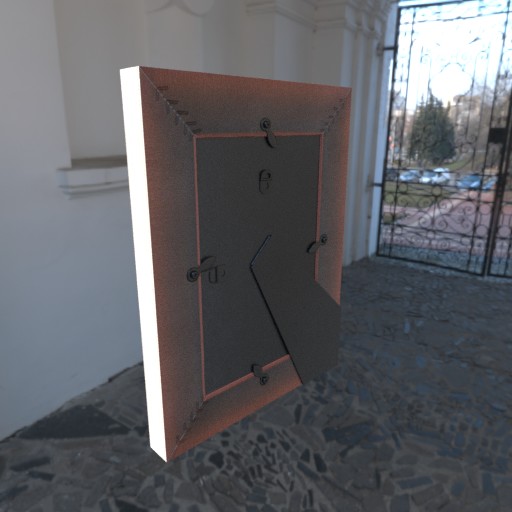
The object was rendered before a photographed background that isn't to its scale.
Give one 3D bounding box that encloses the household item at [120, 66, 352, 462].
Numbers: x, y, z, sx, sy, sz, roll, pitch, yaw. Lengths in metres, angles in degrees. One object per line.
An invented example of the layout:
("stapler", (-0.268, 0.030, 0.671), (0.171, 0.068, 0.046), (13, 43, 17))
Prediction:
("household item", (0.000, 0.000, 0.292), (0.165, 0.216, 0.025), (-15, 22, -41))
